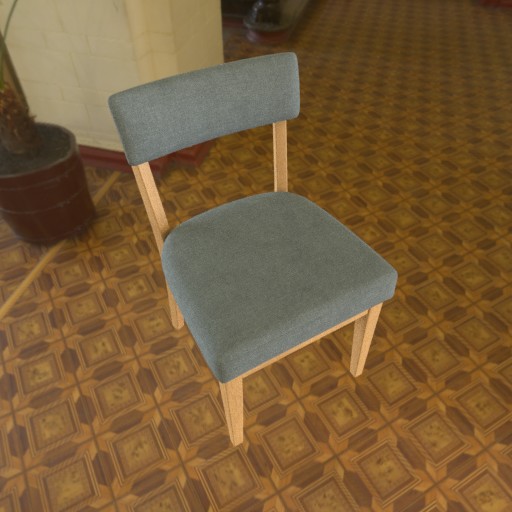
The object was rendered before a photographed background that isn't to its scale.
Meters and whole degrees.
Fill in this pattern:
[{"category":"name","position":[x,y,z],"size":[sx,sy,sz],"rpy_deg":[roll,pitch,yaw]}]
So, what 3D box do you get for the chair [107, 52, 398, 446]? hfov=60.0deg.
[{"category":"chair","position":[0.000,0.000,1.193],"size":[0.508,0.832,0.572],"rpy_deg":[-23,50,-20]}]
